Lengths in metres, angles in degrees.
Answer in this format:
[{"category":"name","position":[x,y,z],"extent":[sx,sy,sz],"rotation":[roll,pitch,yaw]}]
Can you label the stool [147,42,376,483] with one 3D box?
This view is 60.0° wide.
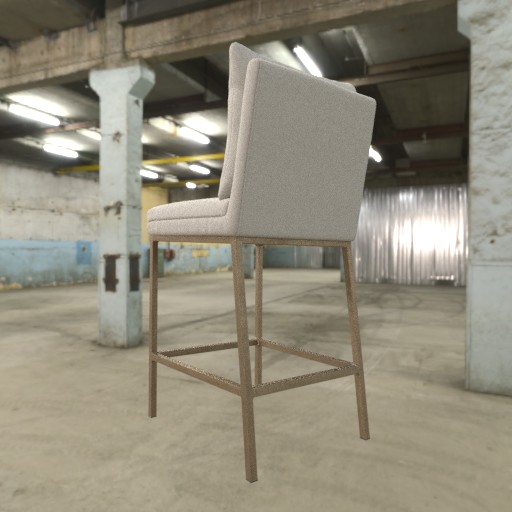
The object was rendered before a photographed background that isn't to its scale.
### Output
[{"category":"stool","position":[0.000,0.000,1.340],"extent":[0.463,1.032,0.572],"rotation":[0,0,-37]}]
